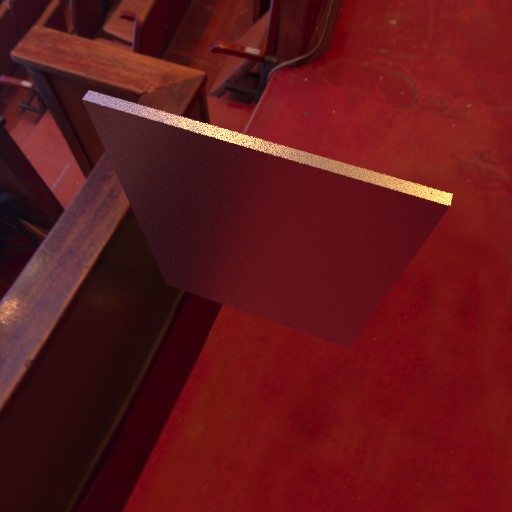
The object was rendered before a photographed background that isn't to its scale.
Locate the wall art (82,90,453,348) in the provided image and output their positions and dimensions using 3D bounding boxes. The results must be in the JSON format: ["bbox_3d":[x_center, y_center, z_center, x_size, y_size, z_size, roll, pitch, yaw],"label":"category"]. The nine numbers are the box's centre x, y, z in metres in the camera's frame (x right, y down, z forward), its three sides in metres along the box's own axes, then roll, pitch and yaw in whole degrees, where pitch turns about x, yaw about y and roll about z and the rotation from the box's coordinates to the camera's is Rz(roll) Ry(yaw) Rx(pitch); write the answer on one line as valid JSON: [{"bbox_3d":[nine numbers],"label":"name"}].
[{"bbox_3d":[0.000,0.000,1.398,0.816,1.046,0.030,18,65,9],"label":"wall art"}]
